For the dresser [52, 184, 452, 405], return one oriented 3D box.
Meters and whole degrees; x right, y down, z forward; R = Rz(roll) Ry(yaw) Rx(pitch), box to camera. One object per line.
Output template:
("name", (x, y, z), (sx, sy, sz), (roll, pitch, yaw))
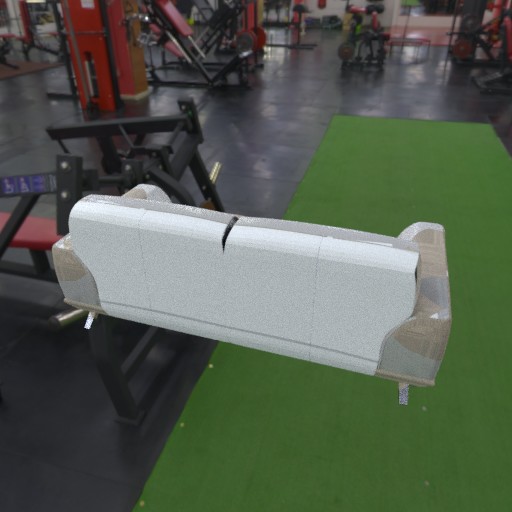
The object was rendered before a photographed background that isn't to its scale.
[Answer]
("dresser", (0.000, 0.000, 5.864), (4.679, 1.863, 2.251), (10, 33, 15))
